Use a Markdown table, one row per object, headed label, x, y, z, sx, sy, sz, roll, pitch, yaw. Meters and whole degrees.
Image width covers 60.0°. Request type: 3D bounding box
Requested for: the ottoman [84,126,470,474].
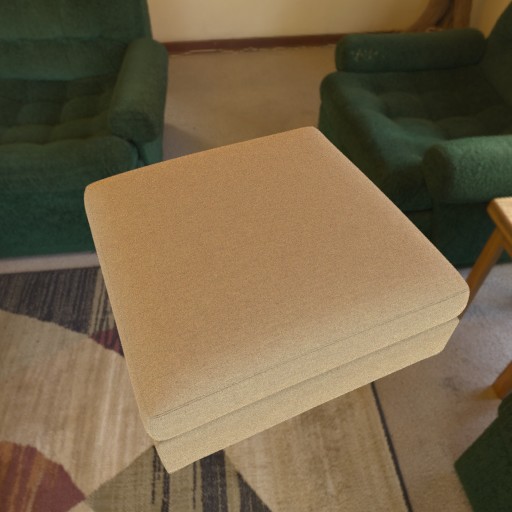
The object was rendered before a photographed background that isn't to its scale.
| label | x | y | z | sx | sy | sz | roll | pitch | yaw |
| --- | --- | --- | --- | --- | --- | --- | --- | --- | --- |
| ottoman | 0.000 | 0.000 | 1.605 | 1.041 | 0.470 | 1.041 | -18 | 49 | -16 |
